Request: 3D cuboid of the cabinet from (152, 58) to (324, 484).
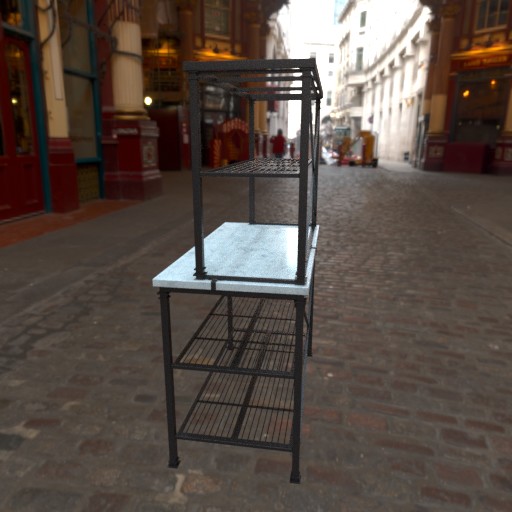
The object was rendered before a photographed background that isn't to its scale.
[{"bbox_3d":[0.000,0.000,2.254,0.610,1.659,1.210,3,15,9],"label":"cabinet"}]
